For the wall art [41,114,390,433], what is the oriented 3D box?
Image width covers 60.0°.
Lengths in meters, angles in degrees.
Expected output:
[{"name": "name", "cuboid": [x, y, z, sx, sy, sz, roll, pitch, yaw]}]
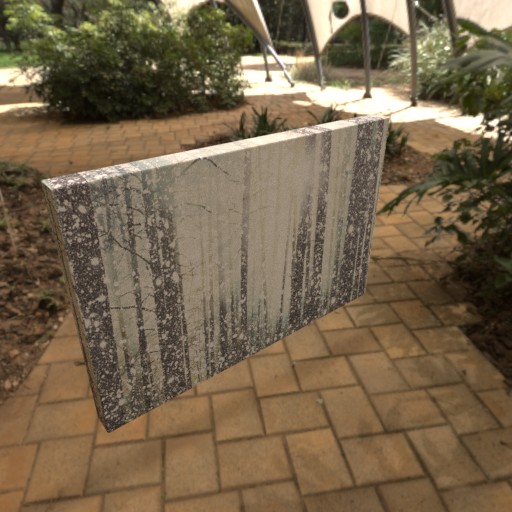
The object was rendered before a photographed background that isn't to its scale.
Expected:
[{"name": "wall art", "cuboid": [0.000, 0.000, 0.771, 0.618, 0.398, 0.042, -21, 35, -33]}]
